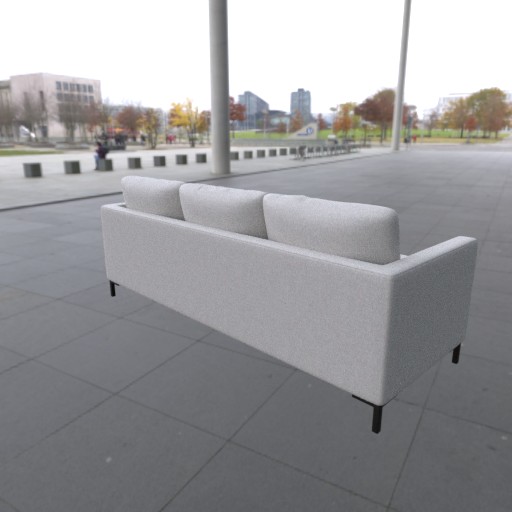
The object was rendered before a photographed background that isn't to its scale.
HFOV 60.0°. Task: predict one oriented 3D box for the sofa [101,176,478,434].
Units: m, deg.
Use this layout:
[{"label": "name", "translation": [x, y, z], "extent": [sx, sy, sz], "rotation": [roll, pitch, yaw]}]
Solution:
[{"label": "sofa", "translation": [0.000, 0.000, 2.651], "extent": [0.859, 0.874, 2.218], "rotation": [-15, 21, -43]}]
